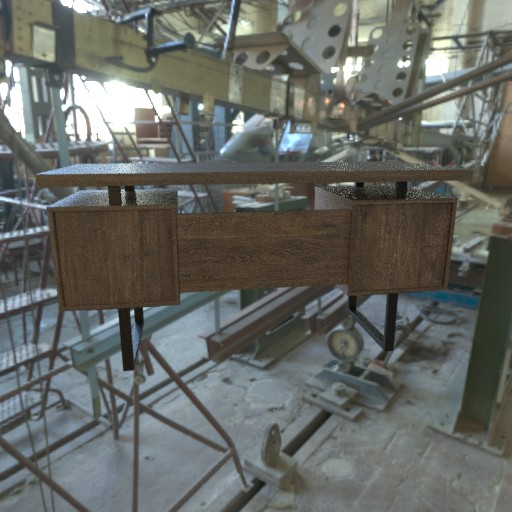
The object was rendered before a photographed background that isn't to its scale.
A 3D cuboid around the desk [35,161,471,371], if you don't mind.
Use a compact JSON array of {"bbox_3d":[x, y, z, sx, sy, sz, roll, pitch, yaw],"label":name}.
[{"bbox_3d":[0.000,0.000,1.916,1.524,0.760,0.600,-2,15,-9],"label":"desk"}]
